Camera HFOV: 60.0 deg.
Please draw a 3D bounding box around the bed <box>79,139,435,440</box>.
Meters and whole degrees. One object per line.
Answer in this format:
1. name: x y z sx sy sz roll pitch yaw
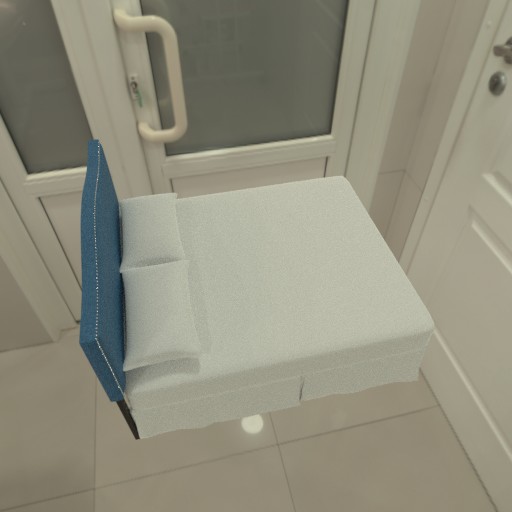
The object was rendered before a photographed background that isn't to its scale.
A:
1. bed: 0.000 0.000 2.873 1.872 1.169 1.610 -10 48 -9
